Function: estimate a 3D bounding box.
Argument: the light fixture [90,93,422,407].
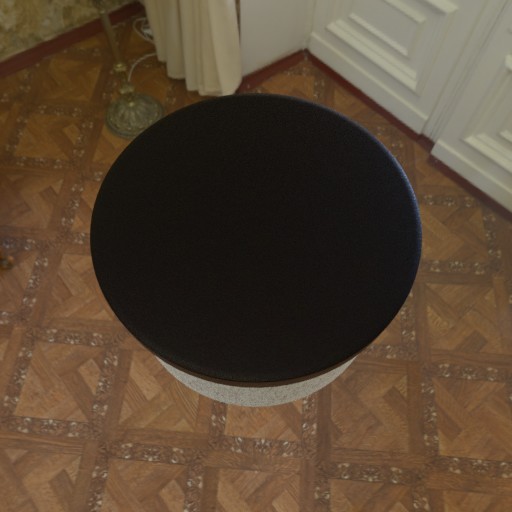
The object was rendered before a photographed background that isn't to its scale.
[{"bbox_3d":[0.000,0.000,0.627,0.389,0.229,0.389,0,64,0],"label":"light fixture"}]
